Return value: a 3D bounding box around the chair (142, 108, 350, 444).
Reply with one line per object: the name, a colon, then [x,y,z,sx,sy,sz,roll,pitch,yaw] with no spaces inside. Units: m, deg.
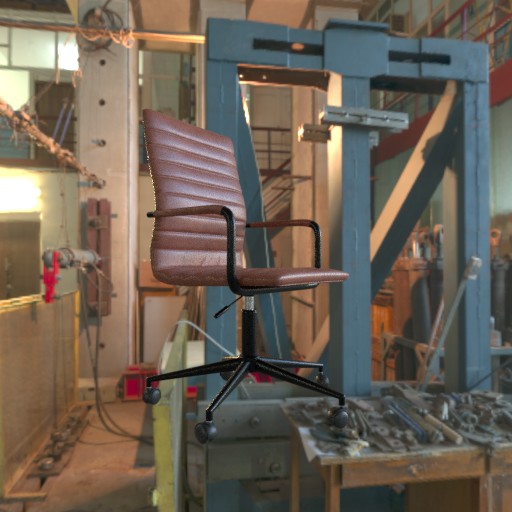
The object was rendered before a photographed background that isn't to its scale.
chair: [0.000,0.000,1.301,0.578,0.878,0.600,-1,-1,35]
